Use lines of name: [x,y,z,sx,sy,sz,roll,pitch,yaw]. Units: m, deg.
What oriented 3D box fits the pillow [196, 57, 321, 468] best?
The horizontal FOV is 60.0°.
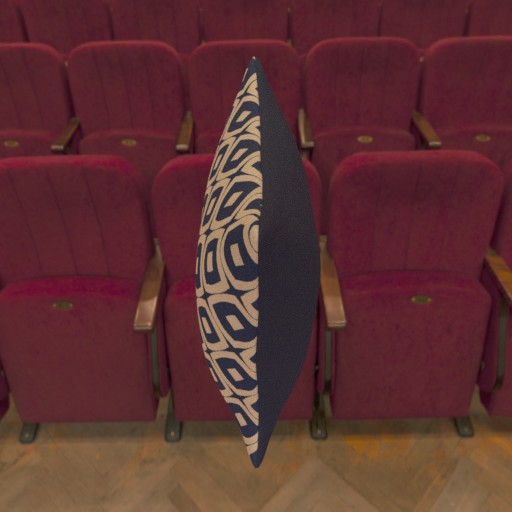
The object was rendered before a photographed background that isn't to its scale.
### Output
pillow: [0.000,0.000,0.748,0.188,0.494,0.504,0,41,0]
